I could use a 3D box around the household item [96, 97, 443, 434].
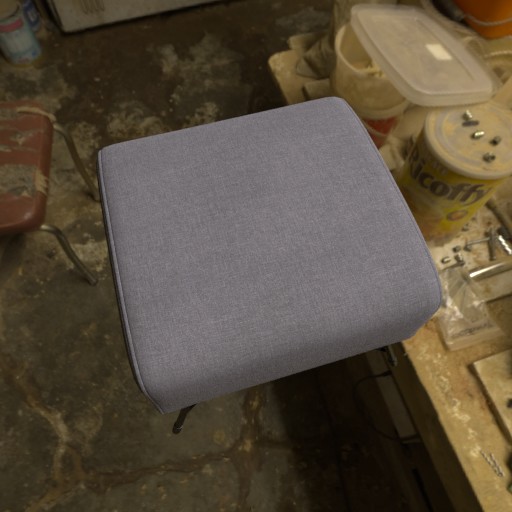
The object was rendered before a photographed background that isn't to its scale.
[{"bbox_3d":[0.000,0.000,0.921,0.530,0.410,0.530,-15,64,-7],"label":"household item"}]
